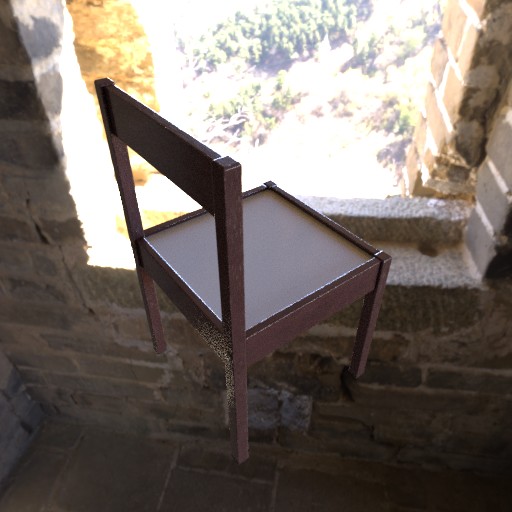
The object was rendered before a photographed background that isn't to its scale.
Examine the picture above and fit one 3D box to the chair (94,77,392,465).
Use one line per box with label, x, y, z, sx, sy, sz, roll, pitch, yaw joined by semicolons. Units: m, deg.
chair;0.000;0.000;0.676;0.285;0.505;0.285;-26;46;-28
